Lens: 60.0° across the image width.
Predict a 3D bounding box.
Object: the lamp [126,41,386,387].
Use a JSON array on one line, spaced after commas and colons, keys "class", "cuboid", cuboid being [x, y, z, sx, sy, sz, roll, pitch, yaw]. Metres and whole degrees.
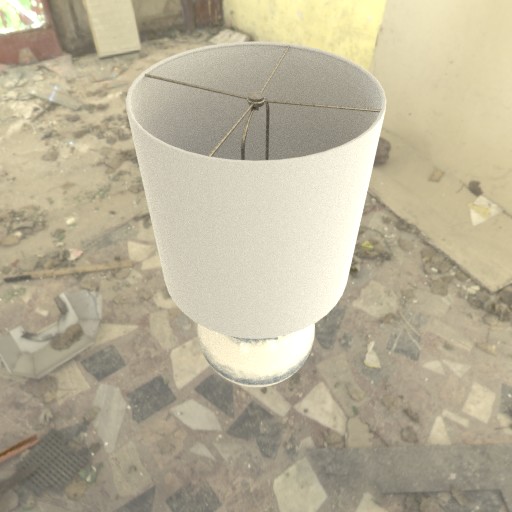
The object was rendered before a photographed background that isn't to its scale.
[{"class": "lamp", "cuboid": [0.000, 0.000, 0.520, 0.216, 0.404, 0.216, -8, 46, -8]}]
